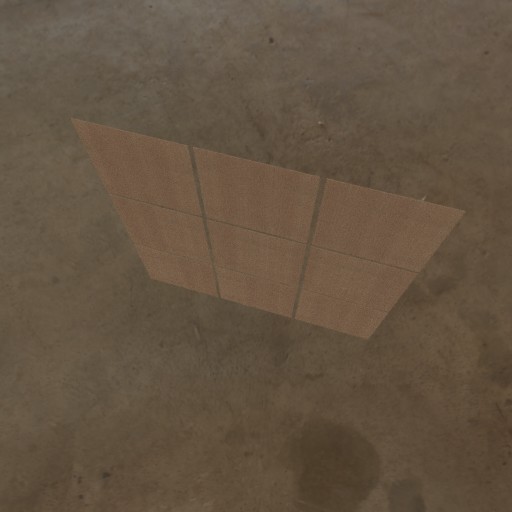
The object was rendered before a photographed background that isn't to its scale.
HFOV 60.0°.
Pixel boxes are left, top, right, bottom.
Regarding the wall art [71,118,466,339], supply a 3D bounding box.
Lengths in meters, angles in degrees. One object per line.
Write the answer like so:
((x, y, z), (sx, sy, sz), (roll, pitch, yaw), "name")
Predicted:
((0.000, 0.000, 2.304), (1.517, 1.505, 0.002), (15, 64, 8), "wall art")
